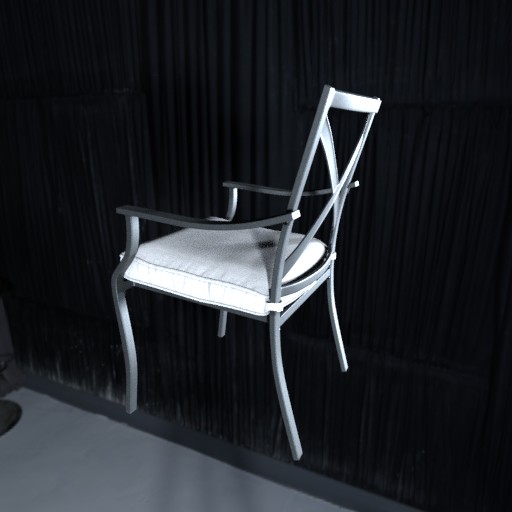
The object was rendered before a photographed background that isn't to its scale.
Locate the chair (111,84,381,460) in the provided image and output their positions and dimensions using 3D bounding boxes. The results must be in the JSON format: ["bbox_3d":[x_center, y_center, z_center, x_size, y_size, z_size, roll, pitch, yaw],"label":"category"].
[{"bbox_3d":[0.000,0.000,1.297,0.620,0.889,0.575,8,19,24],"label":"chair"}]
